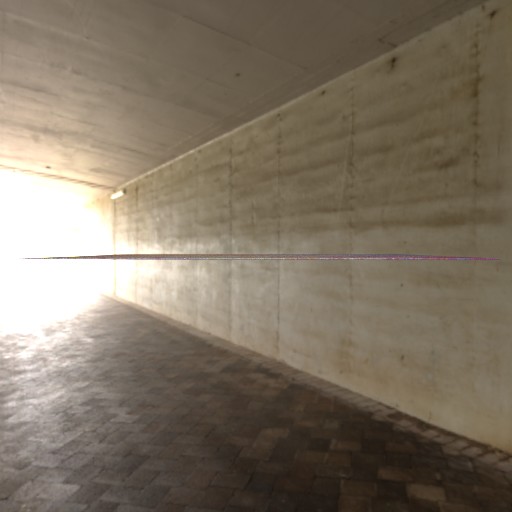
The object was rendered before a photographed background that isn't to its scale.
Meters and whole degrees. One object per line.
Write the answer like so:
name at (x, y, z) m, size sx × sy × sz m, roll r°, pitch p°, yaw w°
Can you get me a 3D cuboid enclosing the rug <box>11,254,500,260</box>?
rug at (0.000, 0.000, 3.607) m, size 2.896 × 0.013 × 2.007 m, roll 0°, pitch 1°, yaw 2°
